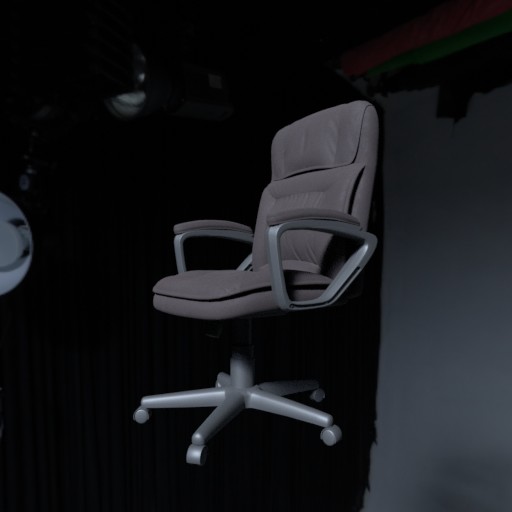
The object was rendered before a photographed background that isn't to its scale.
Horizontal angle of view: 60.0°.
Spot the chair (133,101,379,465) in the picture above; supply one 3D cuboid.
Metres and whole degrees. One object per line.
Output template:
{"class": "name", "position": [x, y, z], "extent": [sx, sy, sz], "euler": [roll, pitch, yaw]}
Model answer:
{"class": "chair", "position": [0.000, 0.000, 1.521], "extent": [0.724, 1.105, 0.667], "euler": [0, 0, -36]}
